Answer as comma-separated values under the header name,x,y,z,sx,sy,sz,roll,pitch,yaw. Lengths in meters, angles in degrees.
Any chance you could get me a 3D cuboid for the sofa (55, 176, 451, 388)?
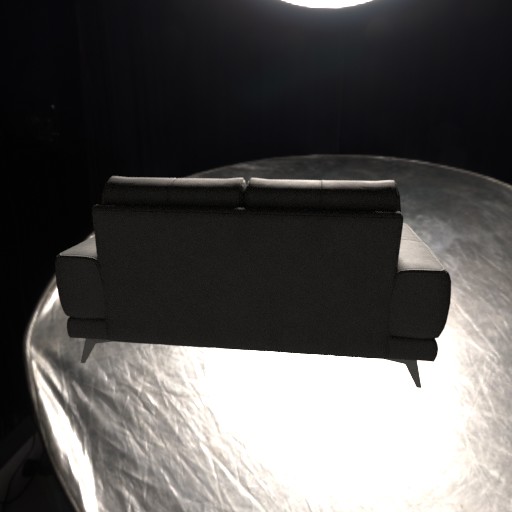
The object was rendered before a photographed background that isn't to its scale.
name,x,y,z,sx,sy,sz,roll,pitch,yaw
sofa,0.000,0.000,2.423,1.806,0.907,1.018,2,16,8
